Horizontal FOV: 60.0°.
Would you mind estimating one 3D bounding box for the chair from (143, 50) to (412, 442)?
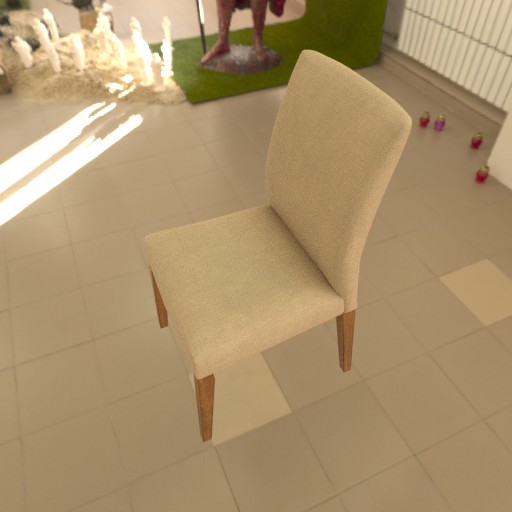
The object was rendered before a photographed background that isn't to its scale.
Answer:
[{"bbox_3d":[0.000,0.000,1.277,0.585,0.940,0.496,-18,48,-17],"label":"chair"}]
